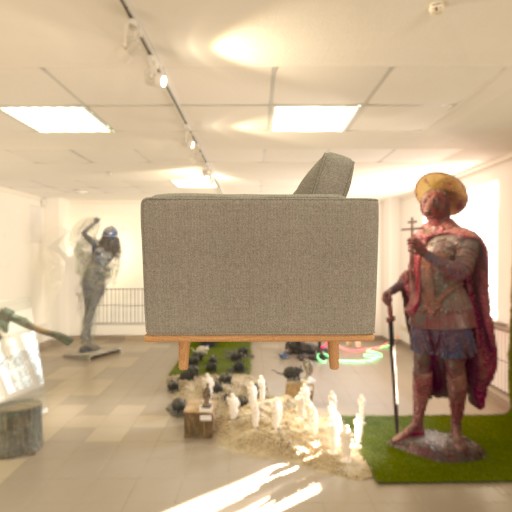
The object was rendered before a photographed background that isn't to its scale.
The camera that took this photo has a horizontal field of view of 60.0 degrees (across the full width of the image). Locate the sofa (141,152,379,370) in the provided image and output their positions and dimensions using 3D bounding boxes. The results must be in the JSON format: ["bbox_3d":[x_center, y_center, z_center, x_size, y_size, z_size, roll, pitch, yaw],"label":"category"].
[{"bbox_3d":[0.000,0.000,2.761,0.903,0.899,2.362,0,0,-1],"label":"sofa"}]
